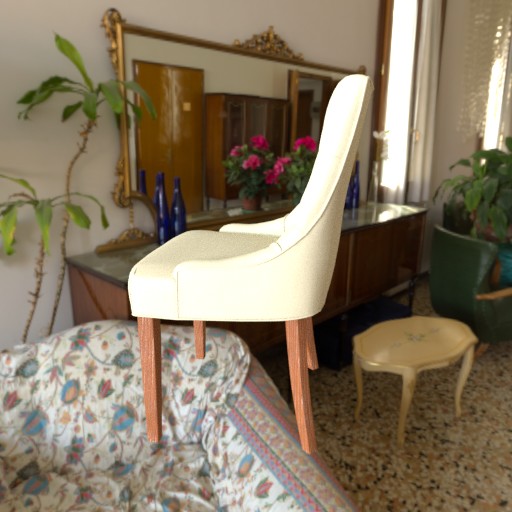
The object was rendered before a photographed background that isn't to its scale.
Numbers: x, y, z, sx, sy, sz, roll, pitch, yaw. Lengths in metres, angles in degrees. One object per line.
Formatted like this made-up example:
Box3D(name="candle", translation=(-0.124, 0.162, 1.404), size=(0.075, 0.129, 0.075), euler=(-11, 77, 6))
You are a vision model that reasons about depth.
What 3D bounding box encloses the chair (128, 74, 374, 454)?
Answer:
Box3D(name="chair", translation=(0.000, 0.000, 1.211), size=(0.565, 0.874, 0.509), euler=(2, 15, 8))
